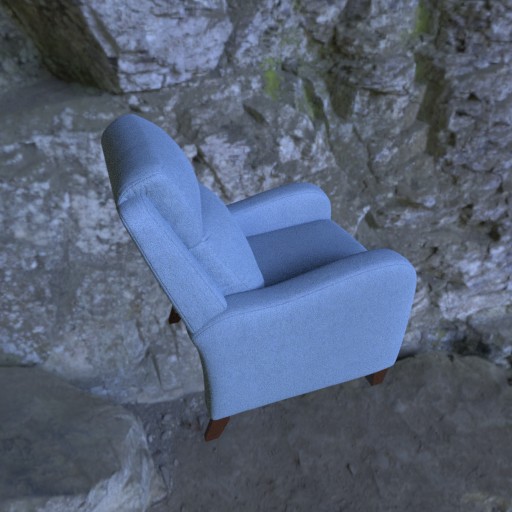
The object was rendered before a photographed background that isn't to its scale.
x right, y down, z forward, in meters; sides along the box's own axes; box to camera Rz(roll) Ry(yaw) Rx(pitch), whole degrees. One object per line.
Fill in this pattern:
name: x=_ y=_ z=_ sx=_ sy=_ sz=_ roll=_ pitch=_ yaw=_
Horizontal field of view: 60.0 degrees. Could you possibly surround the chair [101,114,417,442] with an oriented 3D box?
chair: x=0.000 y=0.000 z=1.753 sx=0.988 sy=1.067 sz=0.785 roll=-11 pitch=34 yaw=-17
